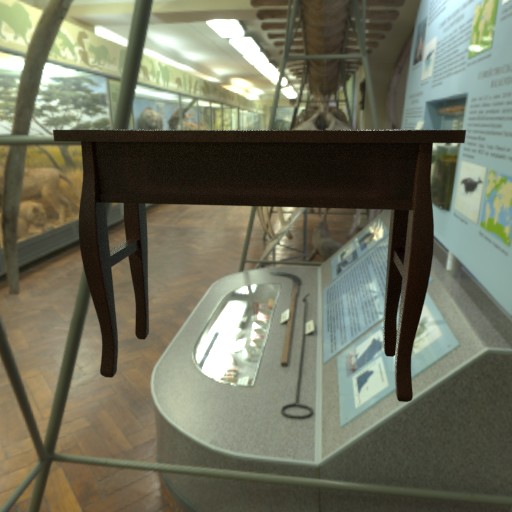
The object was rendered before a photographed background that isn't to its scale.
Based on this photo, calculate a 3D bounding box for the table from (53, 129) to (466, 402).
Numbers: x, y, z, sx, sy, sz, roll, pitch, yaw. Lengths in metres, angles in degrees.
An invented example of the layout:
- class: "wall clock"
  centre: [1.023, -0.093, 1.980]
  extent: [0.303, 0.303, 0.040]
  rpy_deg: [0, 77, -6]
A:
- class: "table"
  centre: [0.000, 0.000, 1.401]
  extent: [1.062, 0.768, 0.373]
  rpy_deg: [2, 16, 8]
